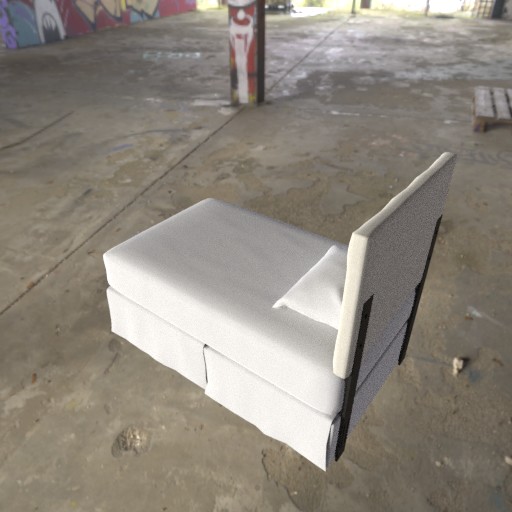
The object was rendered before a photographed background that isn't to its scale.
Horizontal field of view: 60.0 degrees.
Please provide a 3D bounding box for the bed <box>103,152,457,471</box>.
[{"bbox_3d":[0.000,0.000,3.011,1.997,1.571,1.261,23,40,30],"label":"bed"}]
